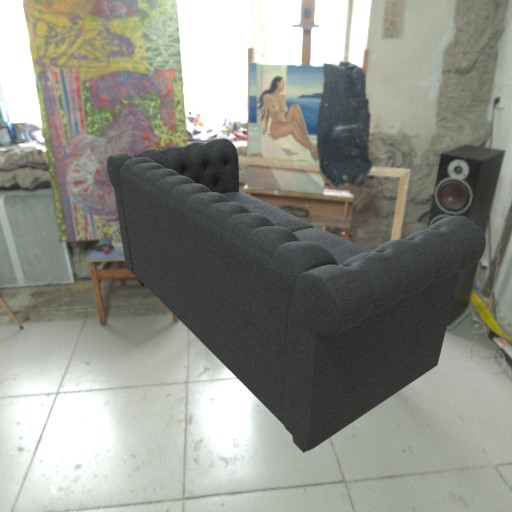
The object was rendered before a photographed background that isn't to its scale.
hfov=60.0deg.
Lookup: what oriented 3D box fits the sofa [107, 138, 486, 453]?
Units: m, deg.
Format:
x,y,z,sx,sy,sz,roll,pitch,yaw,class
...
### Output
x,y,z,sx,sy,sz,roll,pitch,yaw,class
0.000,0.000,2.172,0.783,0.797,1.798,-18,32,-32,sofa
